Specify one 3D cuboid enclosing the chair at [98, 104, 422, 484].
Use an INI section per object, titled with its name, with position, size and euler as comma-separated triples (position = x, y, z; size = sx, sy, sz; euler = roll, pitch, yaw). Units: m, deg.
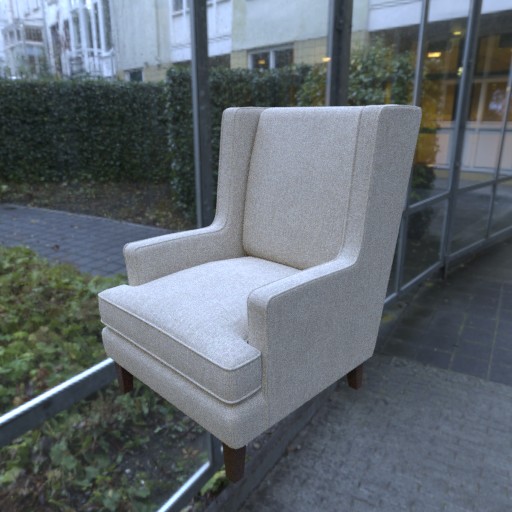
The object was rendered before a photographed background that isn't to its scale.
[chair]
position = 0.000, 0.000, 1.675
size = 0.764, 1.082, 0.948
euler = 17, 24, 42
